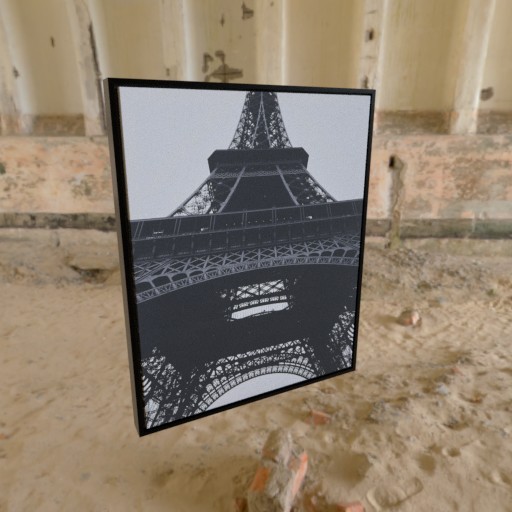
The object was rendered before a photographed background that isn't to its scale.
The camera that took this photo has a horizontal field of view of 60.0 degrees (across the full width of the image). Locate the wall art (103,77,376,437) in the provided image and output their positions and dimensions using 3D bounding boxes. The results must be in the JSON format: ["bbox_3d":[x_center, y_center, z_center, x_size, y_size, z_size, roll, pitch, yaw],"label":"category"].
[{"bbox_3d":[0.000,0.000,0.766,0.451,0.553,0.039,-8,19,-26],"label":"wall art"}]
